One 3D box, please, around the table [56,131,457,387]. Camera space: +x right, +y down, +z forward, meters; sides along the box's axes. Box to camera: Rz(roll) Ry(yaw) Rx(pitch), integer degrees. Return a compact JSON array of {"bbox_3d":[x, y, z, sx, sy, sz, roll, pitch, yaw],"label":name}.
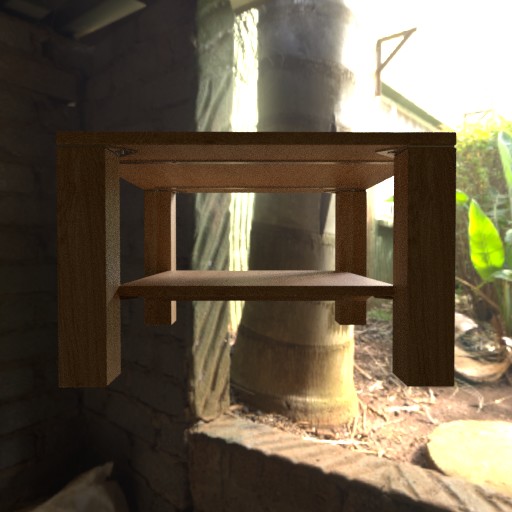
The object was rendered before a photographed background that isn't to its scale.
[{"bbox_3d":[0.000,0.000,1.128,0.700,0.450,0.700,0,1,0],"label":"table"}]
